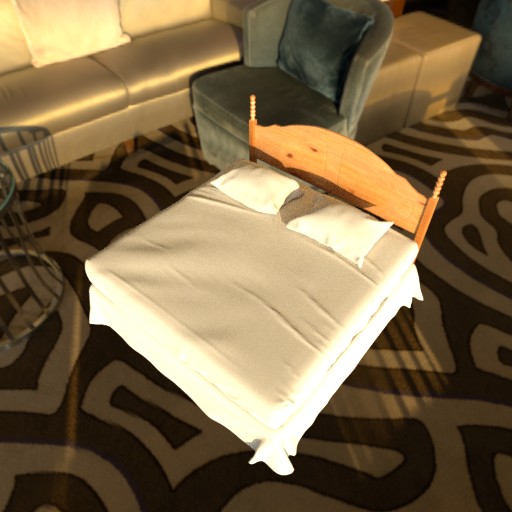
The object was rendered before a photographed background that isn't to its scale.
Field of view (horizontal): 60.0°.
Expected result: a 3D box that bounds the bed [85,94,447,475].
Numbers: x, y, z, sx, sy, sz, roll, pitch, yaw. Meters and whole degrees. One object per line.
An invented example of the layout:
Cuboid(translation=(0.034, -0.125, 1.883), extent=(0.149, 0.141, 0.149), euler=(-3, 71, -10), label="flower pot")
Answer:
Cuboid(translation=(0.000, 0.000, 3.621), extent=(2.322, 1.355, 2.219), euler=(31, 54, 26), label="bed")
